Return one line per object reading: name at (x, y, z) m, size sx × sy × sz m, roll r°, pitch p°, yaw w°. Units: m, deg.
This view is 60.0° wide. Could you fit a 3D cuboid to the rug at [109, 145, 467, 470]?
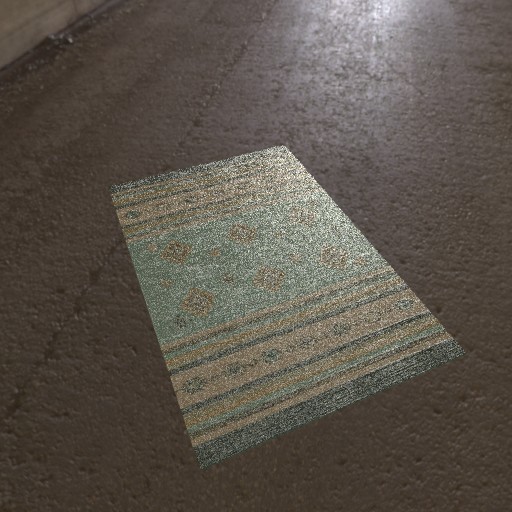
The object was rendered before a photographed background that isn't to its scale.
rug at (0.000, 0.000, 2.338) m, size 1.212 × 0.010 × 1.811 m, roll -17°, pitch 48°, yaw -16°
